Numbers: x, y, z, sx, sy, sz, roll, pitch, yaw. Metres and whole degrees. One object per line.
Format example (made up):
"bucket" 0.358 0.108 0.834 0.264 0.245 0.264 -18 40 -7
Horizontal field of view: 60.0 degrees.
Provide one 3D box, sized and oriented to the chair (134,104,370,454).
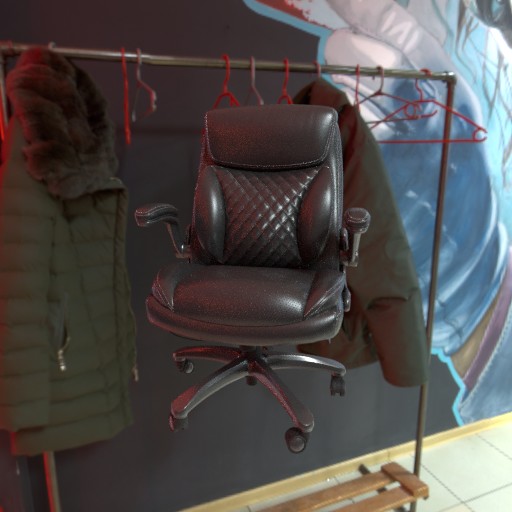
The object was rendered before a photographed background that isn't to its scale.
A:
"chair" 0.000 0.000 1.628 0.782 1.110 0.724 3 14 10
